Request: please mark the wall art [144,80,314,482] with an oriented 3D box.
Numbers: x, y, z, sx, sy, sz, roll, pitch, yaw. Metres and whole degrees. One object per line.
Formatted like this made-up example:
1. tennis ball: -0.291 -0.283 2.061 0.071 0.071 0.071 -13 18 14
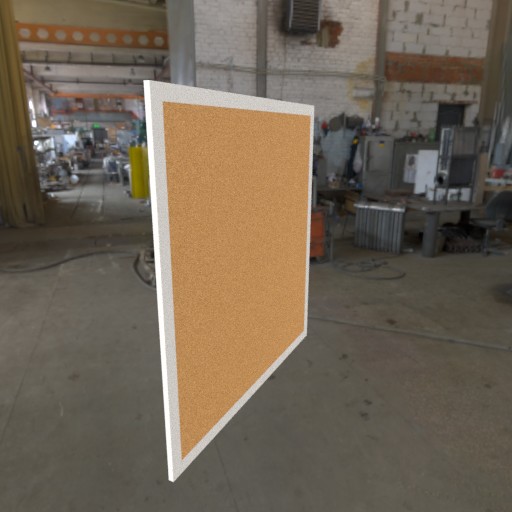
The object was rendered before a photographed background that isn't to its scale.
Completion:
1. wall art: 0.000 0.000 0.826 0.009 0.559 0.558 8 17 26
